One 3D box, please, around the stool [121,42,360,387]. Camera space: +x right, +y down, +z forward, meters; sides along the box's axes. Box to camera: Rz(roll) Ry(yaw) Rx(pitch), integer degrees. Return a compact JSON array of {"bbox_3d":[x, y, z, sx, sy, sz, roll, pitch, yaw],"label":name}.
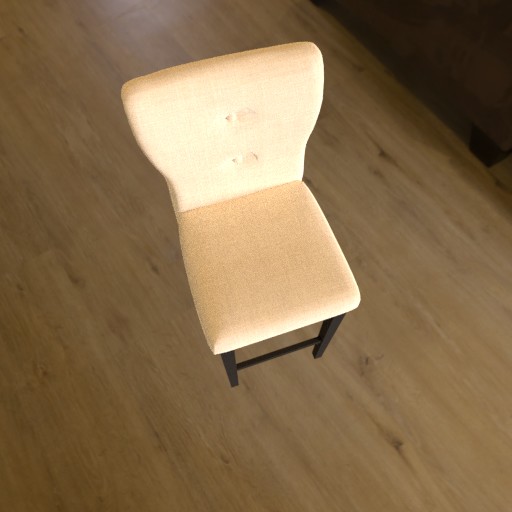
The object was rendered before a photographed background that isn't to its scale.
[{"bbox_3d":[0.000,0.000,1.479,0.516,1.124,0.603,-17,65,-8],"label":"stool"}]
